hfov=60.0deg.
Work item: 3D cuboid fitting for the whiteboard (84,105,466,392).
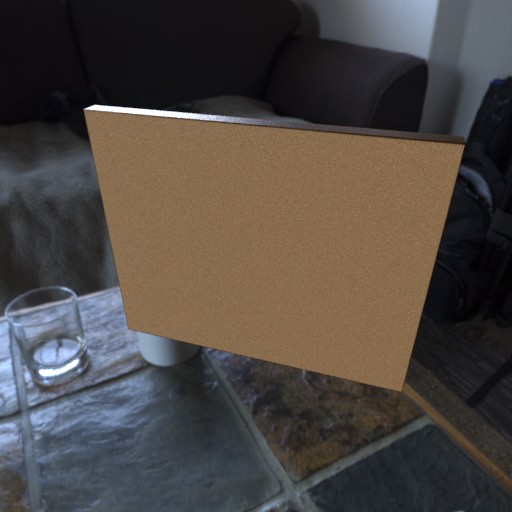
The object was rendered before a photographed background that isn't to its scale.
[{"bbox_3d":[0.000,0.000,0.760,0.561,0.457,0.029,10,33,15],"label":"whiteboard"}]
